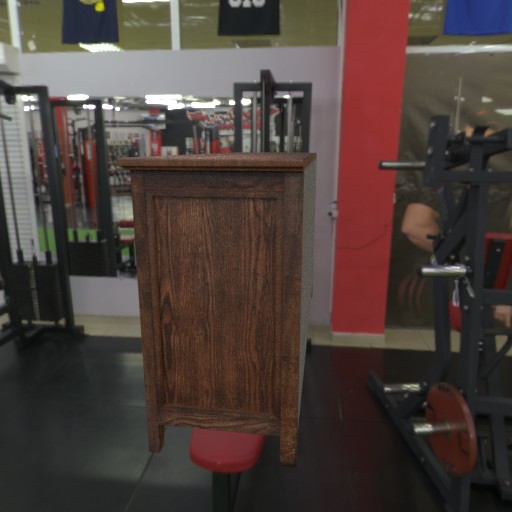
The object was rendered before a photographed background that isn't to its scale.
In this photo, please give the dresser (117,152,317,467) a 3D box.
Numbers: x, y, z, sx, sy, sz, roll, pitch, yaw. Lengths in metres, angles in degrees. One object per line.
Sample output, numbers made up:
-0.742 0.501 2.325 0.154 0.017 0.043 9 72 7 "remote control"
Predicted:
0.000 0.000 1.908 0.463 0.856 1.551 2 14 8 "dresser"
